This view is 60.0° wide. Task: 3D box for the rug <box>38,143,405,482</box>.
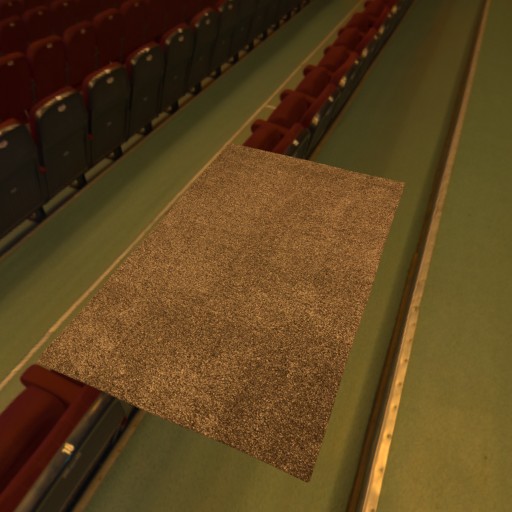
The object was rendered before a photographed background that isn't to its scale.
[{"bbox_3d":[0.000,0.000,2.871,1.501,0.025,2.352,17,47,16],"label":"rug"}]
